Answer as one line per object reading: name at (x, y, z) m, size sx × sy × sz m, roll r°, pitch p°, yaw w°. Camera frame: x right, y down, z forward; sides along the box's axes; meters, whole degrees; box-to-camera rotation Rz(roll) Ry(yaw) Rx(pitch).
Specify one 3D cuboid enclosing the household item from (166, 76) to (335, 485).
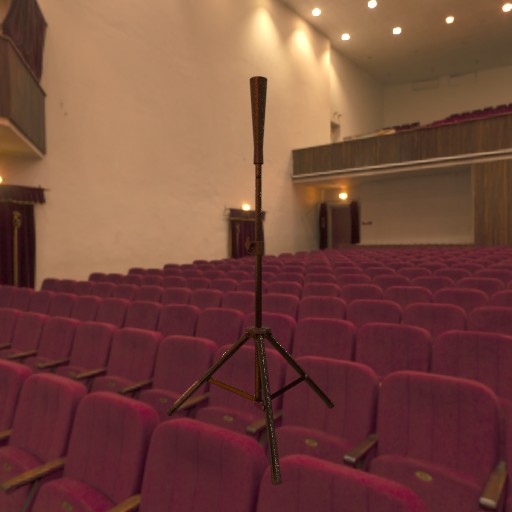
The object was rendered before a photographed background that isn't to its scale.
household item at (0.000, 0.000, 1.403) m, size 0.559 × 1.067 × 0.559 m, roll 1°, pitch 1°, yaw 38°
